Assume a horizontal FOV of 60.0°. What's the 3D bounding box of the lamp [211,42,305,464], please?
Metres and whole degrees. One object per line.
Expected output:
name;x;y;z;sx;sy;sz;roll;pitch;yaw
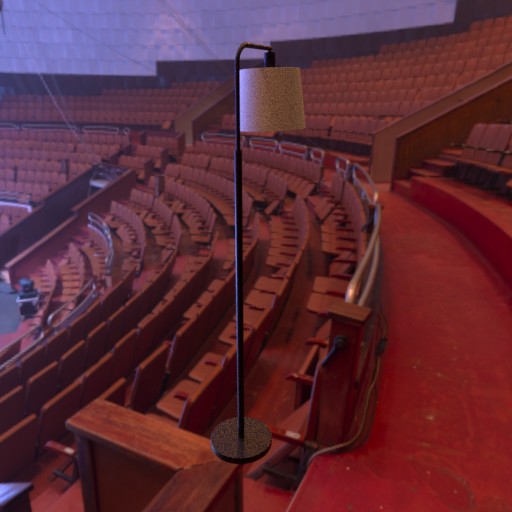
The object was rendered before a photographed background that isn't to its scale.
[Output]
lamp;0.000;0.000;1.672;0.254;1.478;0.508;8;18;25
